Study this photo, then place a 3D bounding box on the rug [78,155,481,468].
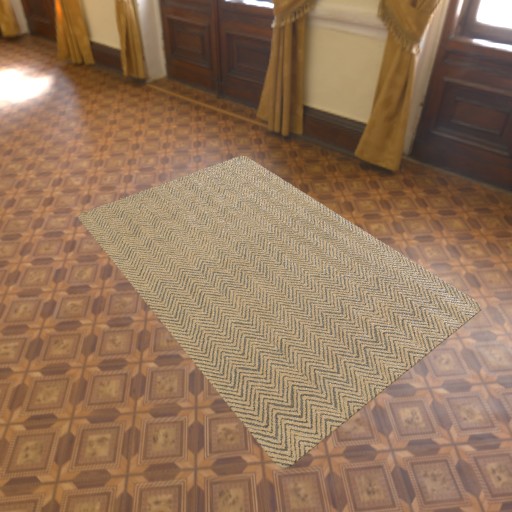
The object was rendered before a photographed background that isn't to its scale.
[{"bbox_3d":[0.000,0.000,2.176,1.144,0.008,1.752,-27,47,-28],"label":"rug"}]
